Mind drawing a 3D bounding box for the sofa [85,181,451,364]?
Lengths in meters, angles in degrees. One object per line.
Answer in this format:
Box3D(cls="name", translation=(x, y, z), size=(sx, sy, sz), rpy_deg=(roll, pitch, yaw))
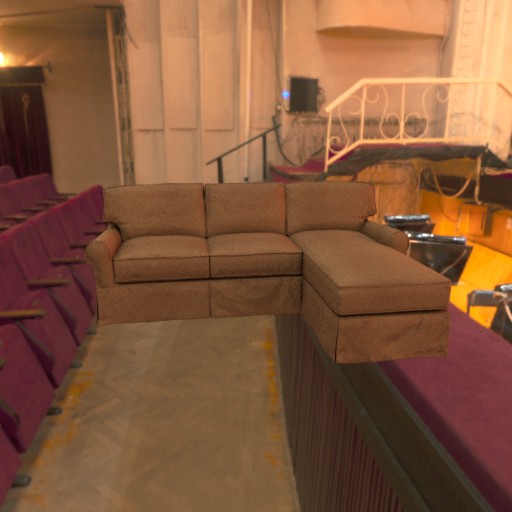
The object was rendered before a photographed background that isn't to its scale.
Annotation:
Box3D(cls="sofa", translation=(0.000, 0.000, 3.357), size=(2.475, 0.978, 1.733), rpy_deg=(-2, 15, -8))
